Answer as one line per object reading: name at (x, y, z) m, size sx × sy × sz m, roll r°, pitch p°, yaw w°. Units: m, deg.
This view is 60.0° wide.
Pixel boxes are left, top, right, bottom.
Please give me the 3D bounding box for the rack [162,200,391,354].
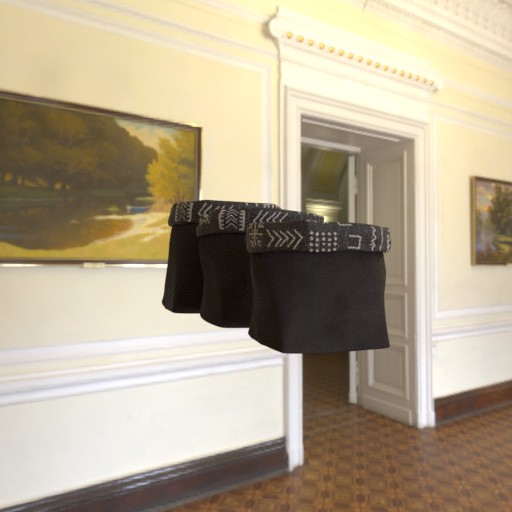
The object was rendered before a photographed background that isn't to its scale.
rack at (0.000, 0.000, 1.110) m, size 0.379 × 0.323 × 0.905 m, roll 0°, pitch -1°, yaw -19°
